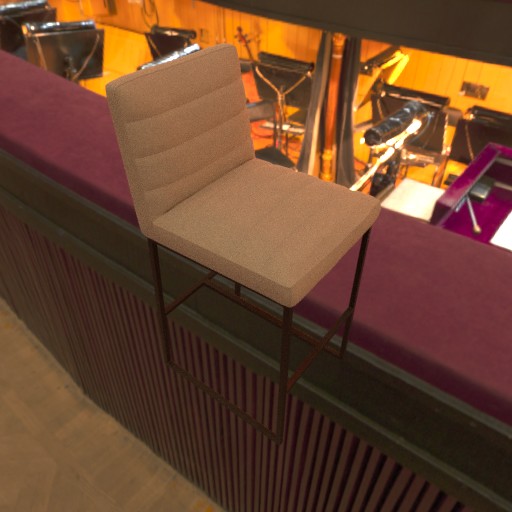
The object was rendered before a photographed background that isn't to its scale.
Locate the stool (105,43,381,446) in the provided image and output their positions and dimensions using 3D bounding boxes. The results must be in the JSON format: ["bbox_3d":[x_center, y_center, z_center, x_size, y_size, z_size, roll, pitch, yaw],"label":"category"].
[{"bbox_3d":[0.000,0.000,1.363,0.573,1.061,0.464,26,47,28],"label":"stool"}]
